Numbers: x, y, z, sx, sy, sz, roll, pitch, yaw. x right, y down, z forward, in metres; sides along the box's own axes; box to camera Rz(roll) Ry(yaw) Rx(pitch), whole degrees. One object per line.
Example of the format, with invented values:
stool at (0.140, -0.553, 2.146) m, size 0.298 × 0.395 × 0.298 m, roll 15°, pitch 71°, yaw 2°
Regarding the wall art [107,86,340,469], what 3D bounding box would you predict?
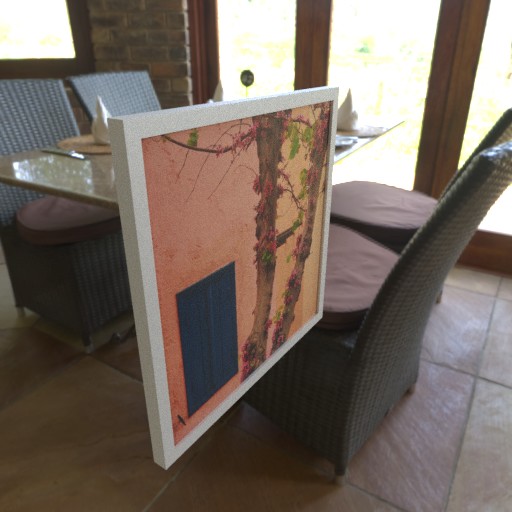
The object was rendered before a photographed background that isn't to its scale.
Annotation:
wall art at (0.000, 0.000, 1.129) m, size 0.038 × 0.762 × 0.762 m, roll 17°, pitch 30°, yaw 31°
